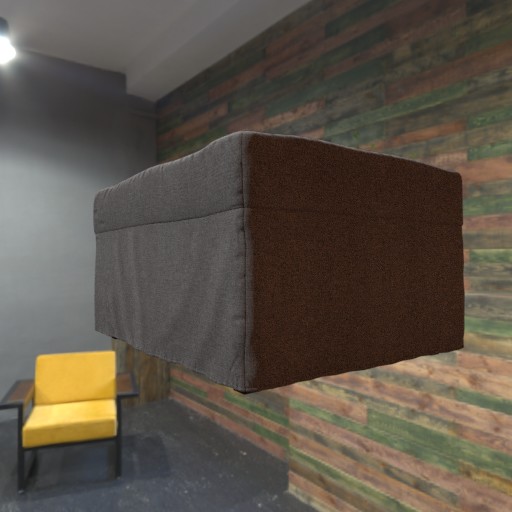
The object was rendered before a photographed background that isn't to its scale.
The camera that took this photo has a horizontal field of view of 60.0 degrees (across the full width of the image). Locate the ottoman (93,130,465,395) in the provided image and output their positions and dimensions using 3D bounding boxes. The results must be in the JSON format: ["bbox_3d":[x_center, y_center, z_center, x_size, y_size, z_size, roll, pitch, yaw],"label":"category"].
[{"bbox_3d":[0.000,0.000,1.201,0.652,0.492,0.833,1,-1,-36],"label":"ottoman"}]
